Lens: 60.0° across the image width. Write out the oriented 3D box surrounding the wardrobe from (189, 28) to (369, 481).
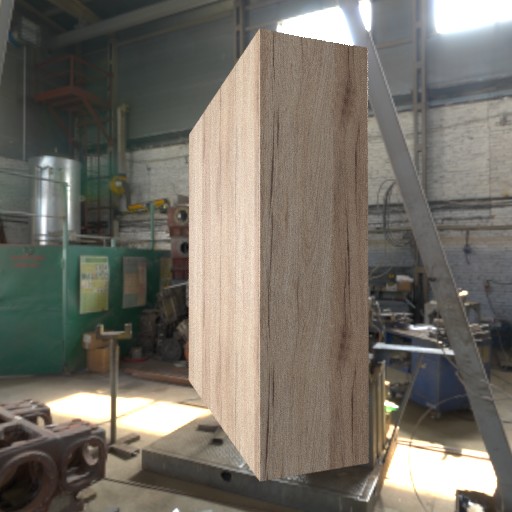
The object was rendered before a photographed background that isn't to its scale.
[{"bbox_3d":[0.000,0.000,2.971,0.580,2.070,1.810,0,-1,-19],"label":"wardrobe"}]
